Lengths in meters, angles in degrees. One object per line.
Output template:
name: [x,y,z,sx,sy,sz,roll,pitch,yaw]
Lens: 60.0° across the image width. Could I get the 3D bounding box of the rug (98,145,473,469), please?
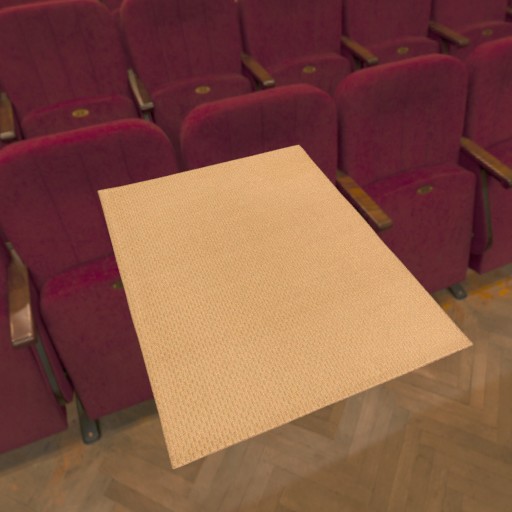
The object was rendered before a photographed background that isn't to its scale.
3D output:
rug: [0.000,0.000,3.880,2.277,0.035,2.897,-17,49,-15]
